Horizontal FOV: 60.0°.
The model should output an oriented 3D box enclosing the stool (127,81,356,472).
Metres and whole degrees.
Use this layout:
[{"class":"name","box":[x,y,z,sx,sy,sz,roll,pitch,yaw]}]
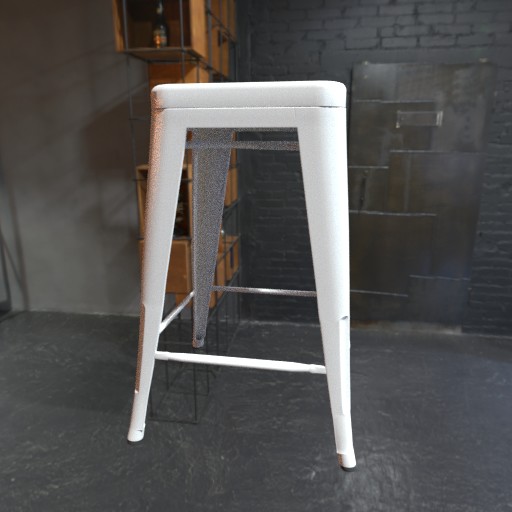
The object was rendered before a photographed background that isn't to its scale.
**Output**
[{"class":"stool","box":[0.000,0.000,0.874,0.406,0.610,0.406,3,15,10]}]
